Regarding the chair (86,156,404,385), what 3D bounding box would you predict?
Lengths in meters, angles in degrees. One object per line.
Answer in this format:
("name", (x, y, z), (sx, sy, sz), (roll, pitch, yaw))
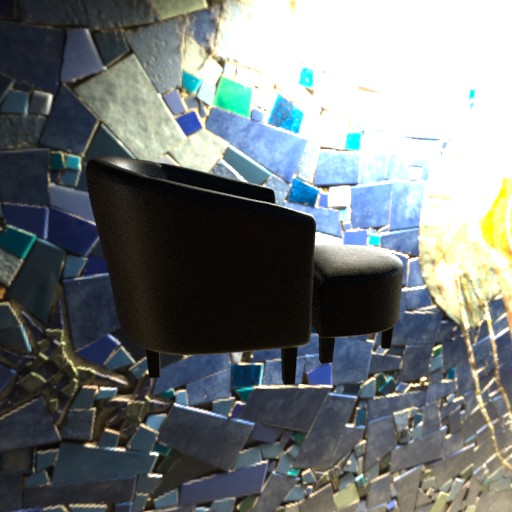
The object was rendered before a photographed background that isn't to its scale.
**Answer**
("chair", (0.000, 0.000, 1.713), (1.176, 0.755, 0.737), (-2, 16, -9))
